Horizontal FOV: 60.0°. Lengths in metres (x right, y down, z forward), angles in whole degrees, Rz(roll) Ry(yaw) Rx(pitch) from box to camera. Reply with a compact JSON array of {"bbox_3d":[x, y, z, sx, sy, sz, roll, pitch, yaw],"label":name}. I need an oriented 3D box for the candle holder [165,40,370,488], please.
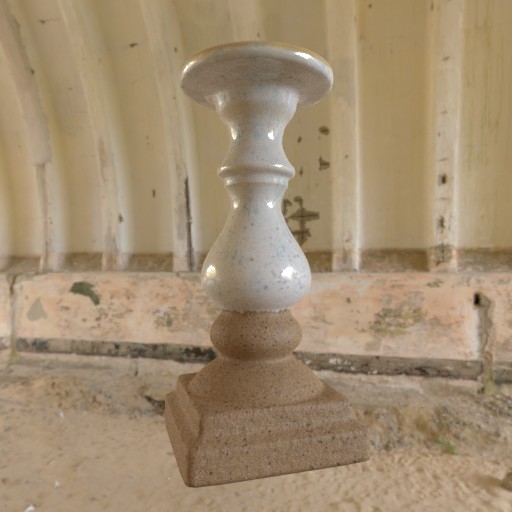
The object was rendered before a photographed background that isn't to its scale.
[{"bbox_3d":[0.000,0.000,0.294,0.110,0.239,0.110,0,-1,-18],"label":"candle holder"}]
